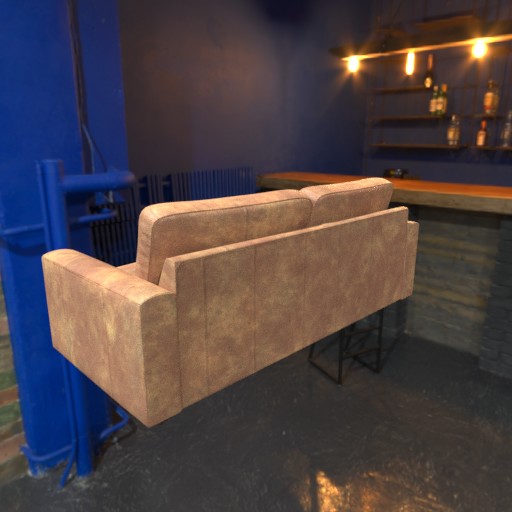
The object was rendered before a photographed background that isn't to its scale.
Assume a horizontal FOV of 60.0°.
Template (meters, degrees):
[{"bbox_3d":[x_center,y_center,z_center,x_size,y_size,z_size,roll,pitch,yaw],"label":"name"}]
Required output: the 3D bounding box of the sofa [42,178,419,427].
[{"bbox_3d":[0.000,0.000,2.708,2.179,0.873,1.016,-14,21,-42],"label":"sofa"}]
